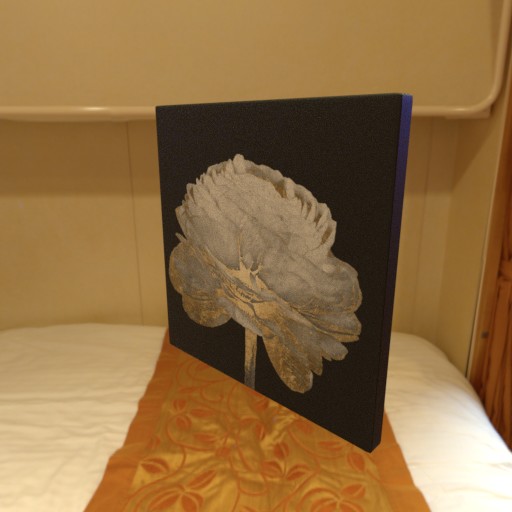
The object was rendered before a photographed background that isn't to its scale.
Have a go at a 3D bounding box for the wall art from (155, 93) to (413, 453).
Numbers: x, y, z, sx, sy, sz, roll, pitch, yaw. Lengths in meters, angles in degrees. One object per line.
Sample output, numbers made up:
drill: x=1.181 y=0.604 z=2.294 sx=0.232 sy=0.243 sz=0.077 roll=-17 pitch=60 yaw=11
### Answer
wall art: x=0.000 y=0.000 z=0.925 sx=0.610 sy=0.611 sz=0.043 roll=15 pitch=22 yaw=42
